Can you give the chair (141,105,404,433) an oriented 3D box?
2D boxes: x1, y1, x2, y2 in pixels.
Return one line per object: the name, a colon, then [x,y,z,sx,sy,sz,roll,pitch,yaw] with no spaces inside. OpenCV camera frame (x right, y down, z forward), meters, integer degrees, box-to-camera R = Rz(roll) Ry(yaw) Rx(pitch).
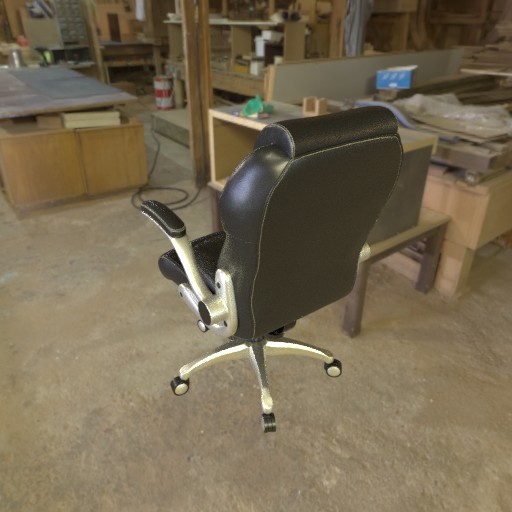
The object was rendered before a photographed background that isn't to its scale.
chair: [0.000,0.000,1.647,0.724,1.141,0.801,-20,35,-30]
